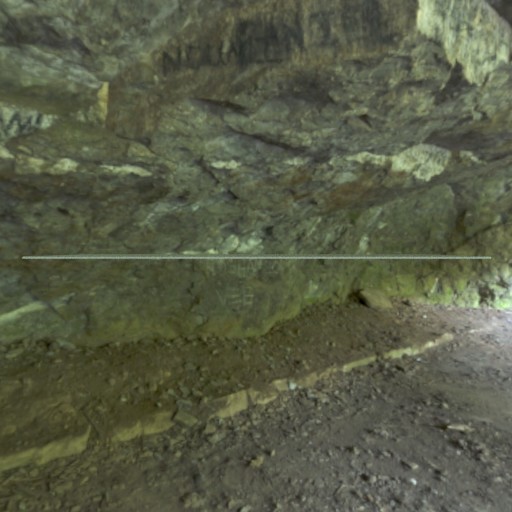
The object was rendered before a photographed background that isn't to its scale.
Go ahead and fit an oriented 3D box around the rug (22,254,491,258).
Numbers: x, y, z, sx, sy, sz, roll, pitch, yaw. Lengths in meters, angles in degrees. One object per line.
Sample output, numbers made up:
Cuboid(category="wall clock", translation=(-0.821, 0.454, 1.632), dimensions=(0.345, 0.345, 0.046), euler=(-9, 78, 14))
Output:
Cuboid(category="rug", translation=(0.000, 0.000, 2.665), dimensions=(2.430, 0.012, 0.759), euler=(0, 1, 0))
